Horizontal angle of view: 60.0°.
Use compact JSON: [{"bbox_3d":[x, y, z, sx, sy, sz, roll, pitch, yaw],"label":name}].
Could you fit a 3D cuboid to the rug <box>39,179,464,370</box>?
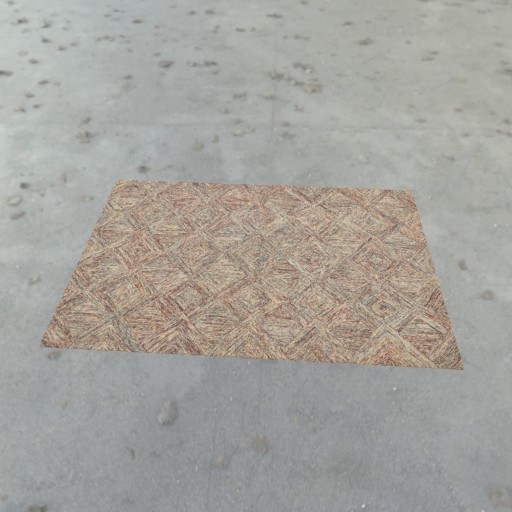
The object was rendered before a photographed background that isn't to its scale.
[{"bbox_3d":[0.000,0.000,2.905,2.285,0.019,1.523,3,46,2],"label":"rug"}]
